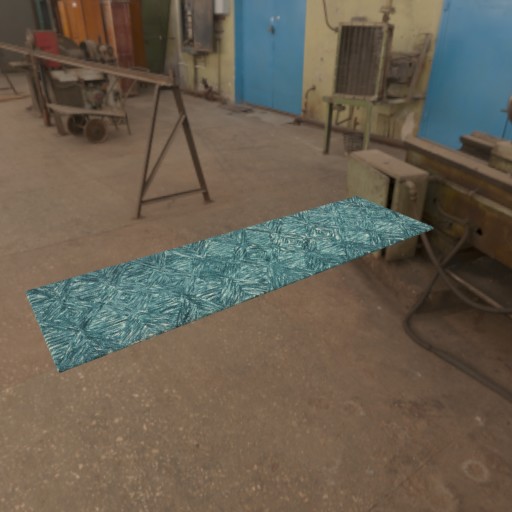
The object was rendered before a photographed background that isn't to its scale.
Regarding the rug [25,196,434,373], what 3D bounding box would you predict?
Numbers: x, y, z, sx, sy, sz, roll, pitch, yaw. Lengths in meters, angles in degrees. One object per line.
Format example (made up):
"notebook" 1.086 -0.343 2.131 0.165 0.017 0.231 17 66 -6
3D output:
"rug" 0.000 0.000 2.500 2.286 0.016 0.676 -18 34 -30
